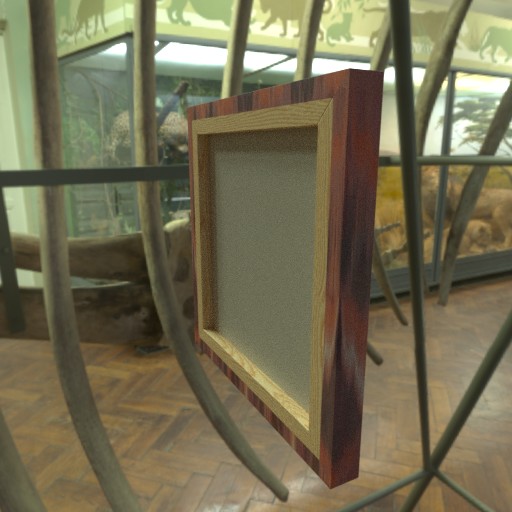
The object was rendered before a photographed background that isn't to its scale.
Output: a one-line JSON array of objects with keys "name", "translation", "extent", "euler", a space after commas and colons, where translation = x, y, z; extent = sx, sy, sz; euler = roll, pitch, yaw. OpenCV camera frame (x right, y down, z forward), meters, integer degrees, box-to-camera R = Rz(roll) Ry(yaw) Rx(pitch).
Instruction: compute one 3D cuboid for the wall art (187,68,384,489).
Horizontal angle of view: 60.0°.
[{"name": "wall art", "translation": [0.000, 0.000, 0.591], "extent": [0.038, 0.406, 0.403], "euler": [-7, 15, -27]}]
